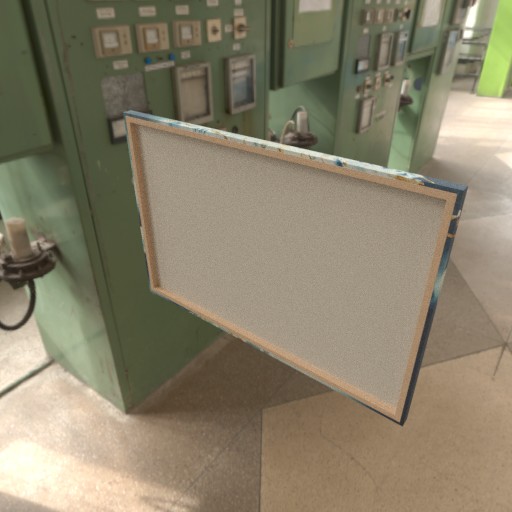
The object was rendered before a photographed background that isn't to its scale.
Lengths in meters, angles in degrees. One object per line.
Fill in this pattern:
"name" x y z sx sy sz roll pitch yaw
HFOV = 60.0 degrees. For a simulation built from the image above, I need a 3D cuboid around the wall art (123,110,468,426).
"wall art" 0.000 0.000 1.444 1.138 0.759 0.035 22 37 32
